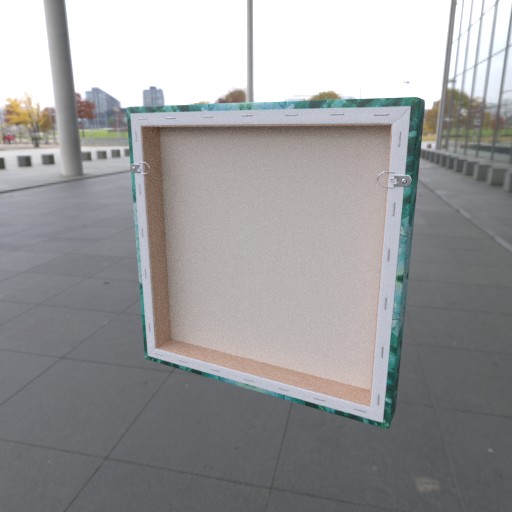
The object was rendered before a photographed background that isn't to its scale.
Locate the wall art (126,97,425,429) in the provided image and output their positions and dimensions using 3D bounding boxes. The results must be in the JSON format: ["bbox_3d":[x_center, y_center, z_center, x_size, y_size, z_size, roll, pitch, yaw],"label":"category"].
[{"bbox_3d":[0.000,0.000,0.480,0.313,0.313,0.033,8,17,26],"label":"wall art"}]
